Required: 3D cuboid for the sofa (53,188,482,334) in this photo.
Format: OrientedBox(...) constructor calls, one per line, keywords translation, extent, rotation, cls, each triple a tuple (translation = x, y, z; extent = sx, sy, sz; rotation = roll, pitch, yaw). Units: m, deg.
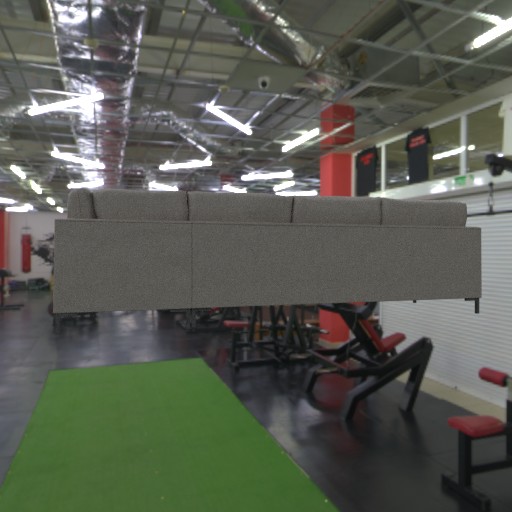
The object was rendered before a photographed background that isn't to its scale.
OrientedBox(translation=(0.000, 0.000, 4.227), extent=(3.331, 0.964, 2.077), rotation=(0, 1, -17), cls="sofa")
